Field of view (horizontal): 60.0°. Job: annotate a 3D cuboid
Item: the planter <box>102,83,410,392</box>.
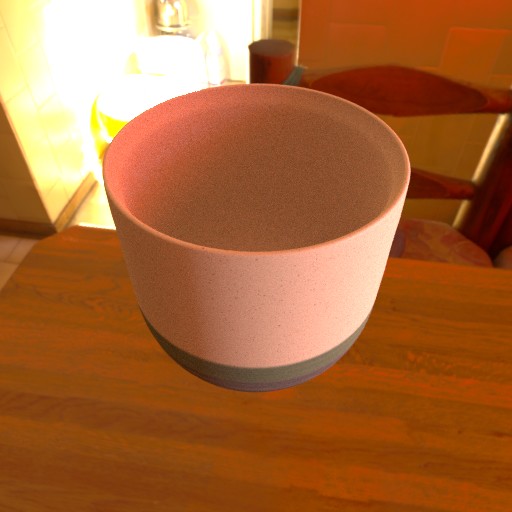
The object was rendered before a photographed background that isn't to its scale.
[{"bbox_3d":[0.000,0.000,0.487,0.268,0.270,0.268,0,45,0],"label":"planter"}]
